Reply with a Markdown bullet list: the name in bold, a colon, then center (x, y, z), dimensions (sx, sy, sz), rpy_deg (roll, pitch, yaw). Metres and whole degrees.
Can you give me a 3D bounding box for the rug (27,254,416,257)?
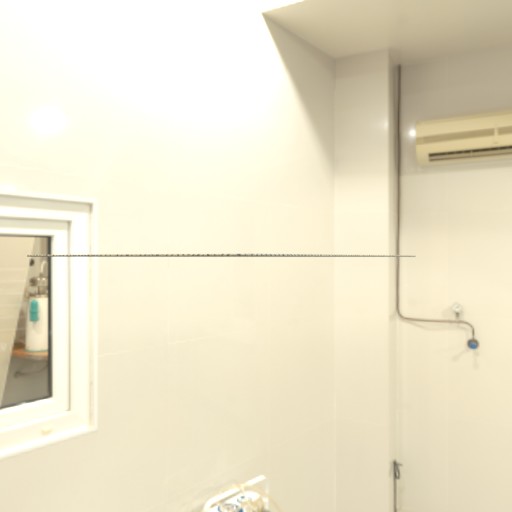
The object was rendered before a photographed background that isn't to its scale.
- **rug**: center (0.000, 0.000, 2.243), dimensions (1.144, 0.008, 1.752), rpy_deg (0, 0, 34)
